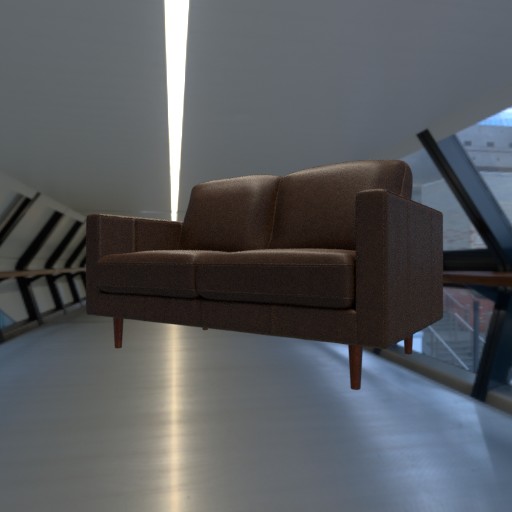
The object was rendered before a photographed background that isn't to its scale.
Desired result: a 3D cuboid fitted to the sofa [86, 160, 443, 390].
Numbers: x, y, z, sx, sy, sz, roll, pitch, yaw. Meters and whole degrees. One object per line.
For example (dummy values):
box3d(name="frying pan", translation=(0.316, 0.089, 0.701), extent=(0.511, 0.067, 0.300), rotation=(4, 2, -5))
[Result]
box3d(name="sofa", translation=(0.000, 0.000, 2.208), extent=(1.578, 0.951, 0.909), rotation=(0, 0, 34))
